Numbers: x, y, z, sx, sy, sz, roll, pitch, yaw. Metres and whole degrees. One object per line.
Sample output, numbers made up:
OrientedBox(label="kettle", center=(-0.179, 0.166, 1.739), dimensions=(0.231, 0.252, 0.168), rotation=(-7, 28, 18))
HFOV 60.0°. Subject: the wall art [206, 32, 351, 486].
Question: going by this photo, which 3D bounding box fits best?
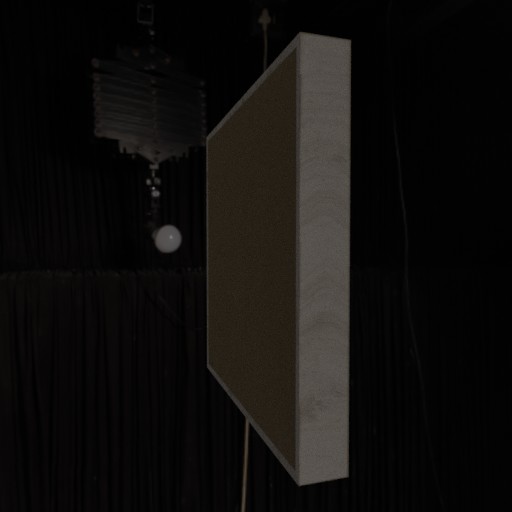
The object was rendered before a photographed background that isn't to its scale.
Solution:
OrientedBox(label="wall art", center=(0.000, 0.000, 0.446), dimensions=(0.038, 0.303, 0.305), rotation=(-1, 2, -18))
